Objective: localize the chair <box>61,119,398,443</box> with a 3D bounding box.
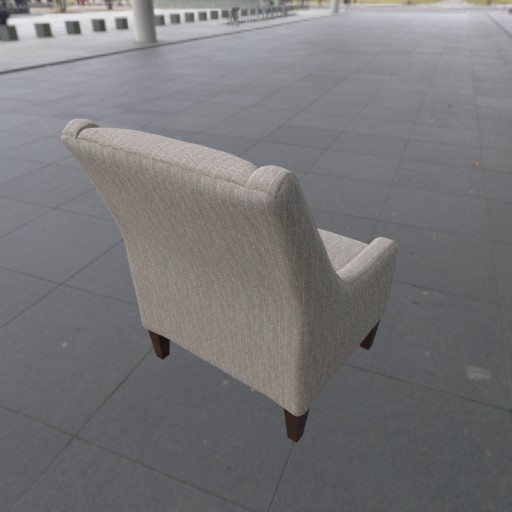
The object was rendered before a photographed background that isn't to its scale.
[{"bbox_3d":[0.000,0.000,1.596,0.774,1.014,0.870,21,37,31],"label":"chair"}]
